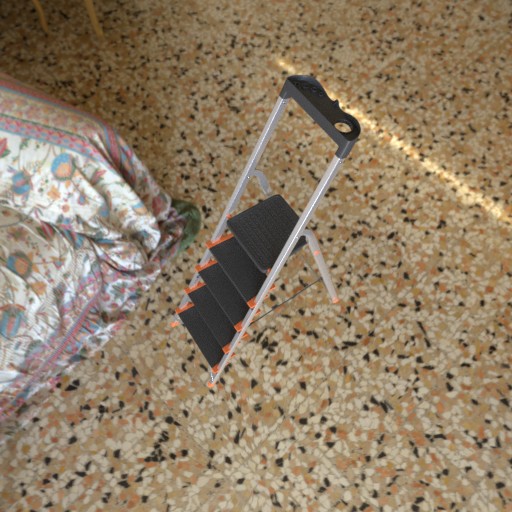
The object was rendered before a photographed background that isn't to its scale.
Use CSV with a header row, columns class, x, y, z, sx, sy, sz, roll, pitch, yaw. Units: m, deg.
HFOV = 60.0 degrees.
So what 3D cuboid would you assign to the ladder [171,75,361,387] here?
class,x,y,z,sx,sy,sz,roll,pitch,yaw
ladder,0.000,0.000,2.127,0.995,1.646,0.480,-31,68,-14
